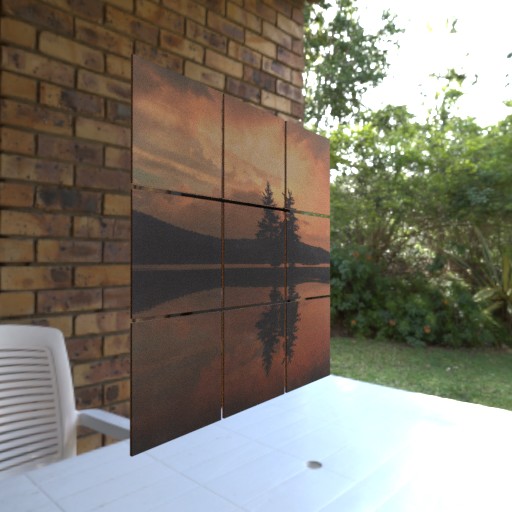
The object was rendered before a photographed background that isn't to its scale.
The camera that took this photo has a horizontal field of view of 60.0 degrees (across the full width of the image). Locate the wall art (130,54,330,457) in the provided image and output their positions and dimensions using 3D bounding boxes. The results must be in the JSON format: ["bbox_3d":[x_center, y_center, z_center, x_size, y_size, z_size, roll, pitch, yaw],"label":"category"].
[{"bbox_3d":[0.000,0.000,2.275,0.013,1.525,1.520,0,-1,39],"label":"wall art"}]
